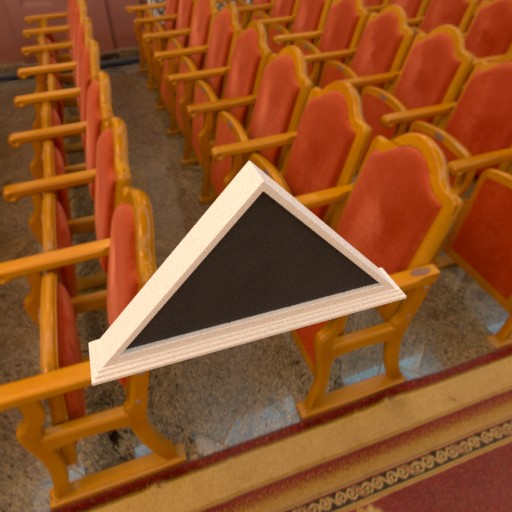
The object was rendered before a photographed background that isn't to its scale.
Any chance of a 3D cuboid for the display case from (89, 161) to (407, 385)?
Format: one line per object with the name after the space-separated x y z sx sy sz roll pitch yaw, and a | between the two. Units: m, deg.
0.000 0.000 0.780 0.640 0.340 0.095 -13 42 -15 | display case
